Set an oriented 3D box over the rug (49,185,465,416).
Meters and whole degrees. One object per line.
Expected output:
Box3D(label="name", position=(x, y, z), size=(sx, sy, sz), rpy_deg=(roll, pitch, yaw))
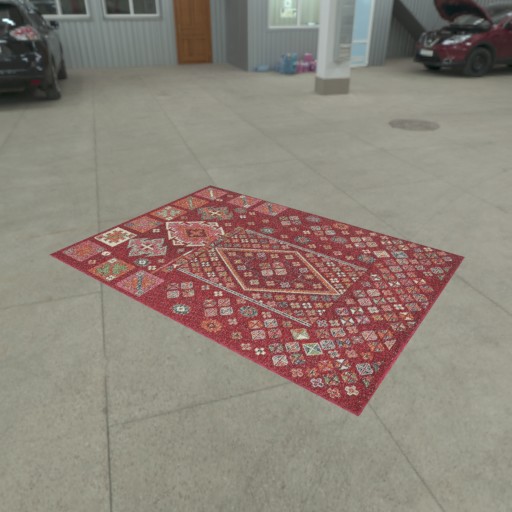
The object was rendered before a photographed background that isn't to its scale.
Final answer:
Box3D(label="rug", position=(0.000, 0.000, 2.871), size=(2.184, 0.007, 1.579), rpy_deg=(20, 35, 31))
